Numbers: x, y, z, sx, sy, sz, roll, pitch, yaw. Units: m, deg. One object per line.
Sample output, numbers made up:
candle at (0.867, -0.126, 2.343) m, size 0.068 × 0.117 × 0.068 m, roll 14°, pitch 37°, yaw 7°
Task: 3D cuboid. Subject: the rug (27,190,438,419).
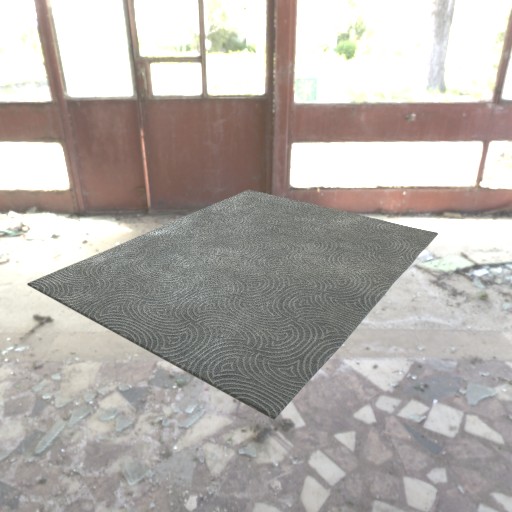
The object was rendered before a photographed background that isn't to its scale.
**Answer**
rug at (0.000, 0.000, 4.100) m, size 2.456 × 0.021 × 3.042 m, roll 18°, pitch 32°, yaw 32°
